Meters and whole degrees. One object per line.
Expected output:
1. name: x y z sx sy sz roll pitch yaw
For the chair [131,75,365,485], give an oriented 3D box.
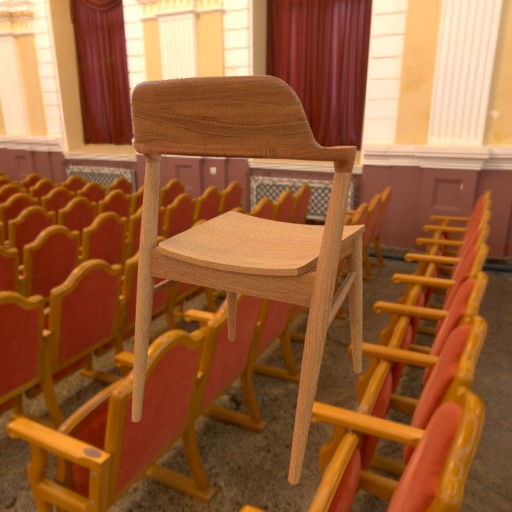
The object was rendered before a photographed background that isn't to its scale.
1. chair: 0.000 0.000 1.102 0.512 0.792 0.499 9 19 26
